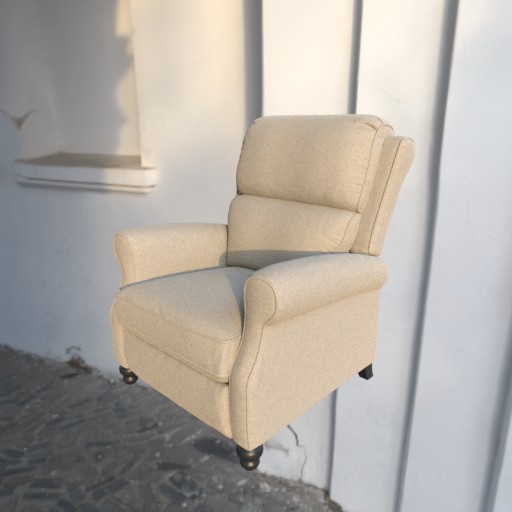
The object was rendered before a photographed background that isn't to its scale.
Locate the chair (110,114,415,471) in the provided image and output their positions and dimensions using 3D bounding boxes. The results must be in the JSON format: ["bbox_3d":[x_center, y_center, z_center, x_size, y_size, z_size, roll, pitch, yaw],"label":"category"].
[{"bbox_3d":[0.000,0.000,1.711,0.859,1.046,0.919,15,23,41],"label":"chair"}]
